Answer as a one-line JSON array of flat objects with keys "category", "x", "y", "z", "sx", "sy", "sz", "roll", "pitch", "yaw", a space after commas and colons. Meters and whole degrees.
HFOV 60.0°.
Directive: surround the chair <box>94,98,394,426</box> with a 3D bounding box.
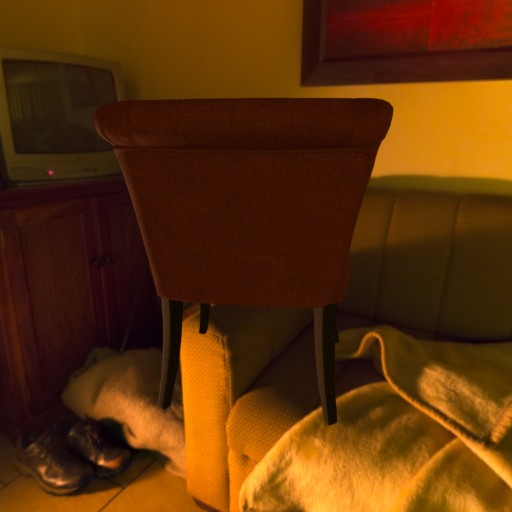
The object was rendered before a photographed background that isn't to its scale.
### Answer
[{"category": "chair", "x": 0.000, "y": 0.000, "z": 1.169, "sx": 0.582, "sy": 0.750, "sz": 0.605, "roll": 2, "pitch": 16, "yaw": 8}]
